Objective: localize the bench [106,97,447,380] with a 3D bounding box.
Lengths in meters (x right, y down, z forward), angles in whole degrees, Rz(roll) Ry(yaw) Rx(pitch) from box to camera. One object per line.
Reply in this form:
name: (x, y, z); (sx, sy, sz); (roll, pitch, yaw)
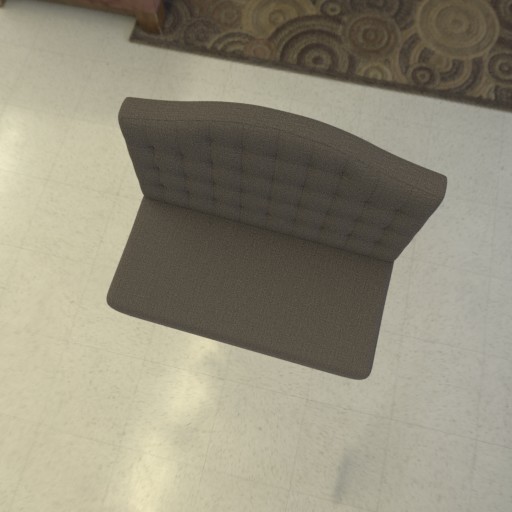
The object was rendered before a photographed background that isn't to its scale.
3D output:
bench: (0.000, 0.000, 2.076); (1.335, 1.180, 0.815); (15, 75, 4)
